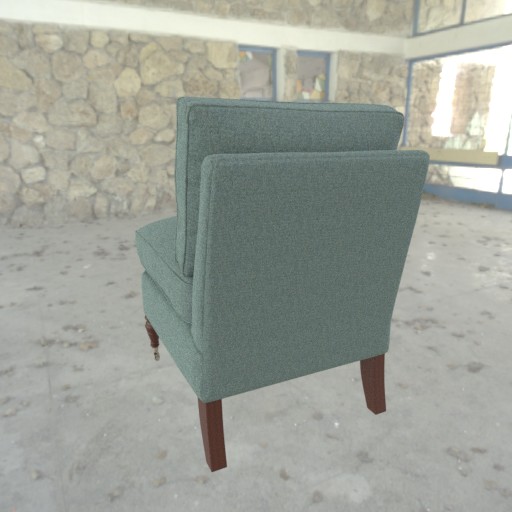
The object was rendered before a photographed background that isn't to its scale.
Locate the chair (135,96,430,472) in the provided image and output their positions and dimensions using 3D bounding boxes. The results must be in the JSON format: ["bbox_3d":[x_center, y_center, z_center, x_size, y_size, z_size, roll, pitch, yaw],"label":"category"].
[{"bbox_3d":[0.000,0.000,1.397,0.624,0.901,0.796,-8,17,-26],"label":"chair"}]
